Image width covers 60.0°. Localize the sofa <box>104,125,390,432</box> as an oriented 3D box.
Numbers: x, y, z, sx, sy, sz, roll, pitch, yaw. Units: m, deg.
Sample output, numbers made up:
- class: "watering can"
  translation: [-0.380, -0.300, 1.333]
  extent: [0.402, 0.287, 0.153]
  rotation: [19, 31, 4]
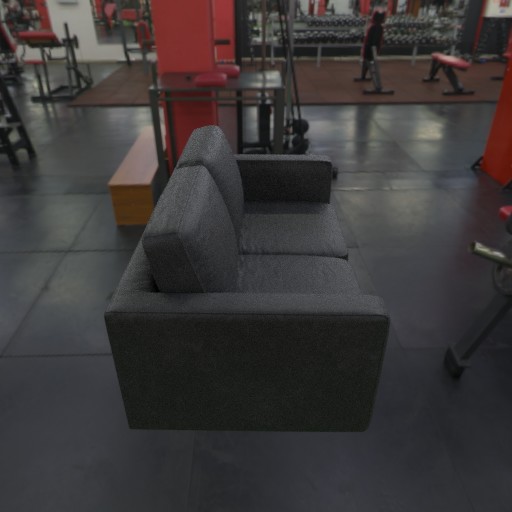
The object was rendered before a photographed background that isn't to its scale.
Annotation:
- class: "sofa"
  translation: [0.000, 0.000, 2.022]
  extent: [0.879, 0.899, 1.430]
  rotation: [0, 31, 1]
